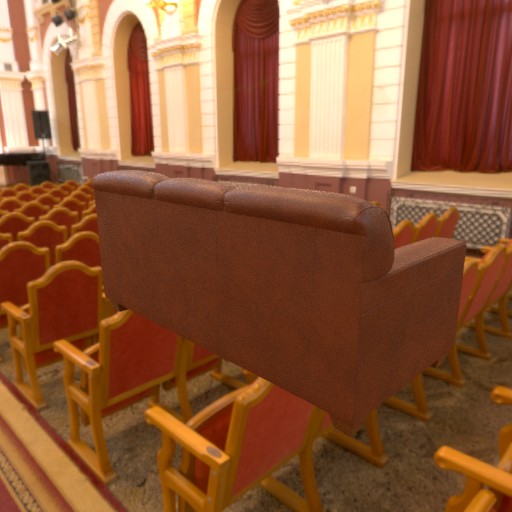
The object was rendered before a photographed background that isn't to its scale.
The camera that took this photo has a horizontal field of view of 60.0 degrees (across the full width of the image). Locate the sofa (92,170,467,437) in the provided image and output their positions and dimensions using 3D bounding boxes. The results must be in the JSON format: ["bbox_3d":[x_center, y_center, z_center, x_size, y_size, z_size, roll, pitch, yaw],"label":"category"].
[{"bbox_3d":[0.000,0.000,2.573,1.008,0.953,2.039,-14,20,-43],"label":"sofa"}]
